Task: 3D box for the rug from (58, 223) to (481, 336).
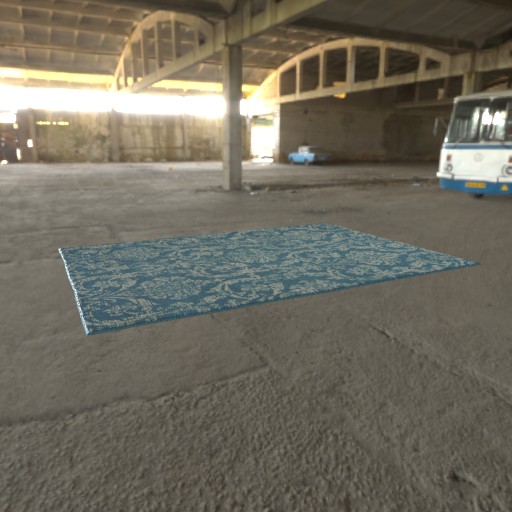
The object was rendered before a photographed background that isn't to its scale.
[{"bbox_3d":[0.000,0.000,2.806,2.205,0.012,1.554,-7,16,-26],"label":"rug"}]
